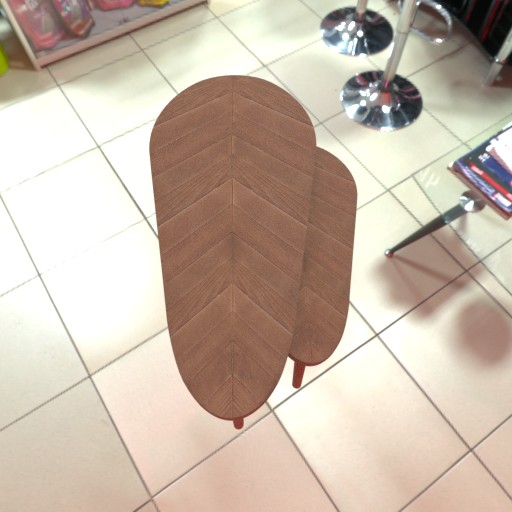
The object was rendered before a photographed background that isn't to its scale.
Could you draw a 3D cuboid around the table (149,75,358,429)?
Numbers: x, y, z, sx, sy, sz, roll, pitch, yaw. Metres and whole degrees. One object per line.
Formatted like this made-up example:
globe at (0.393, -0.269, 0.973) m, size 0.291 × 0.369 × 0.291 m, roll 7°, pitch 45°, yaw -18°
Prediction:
table at (0.000, 0.000, 1.623) m, size 0.701 × 0.595 × 1.190 m, roll -1°, pitch 63°, yaw -1°
